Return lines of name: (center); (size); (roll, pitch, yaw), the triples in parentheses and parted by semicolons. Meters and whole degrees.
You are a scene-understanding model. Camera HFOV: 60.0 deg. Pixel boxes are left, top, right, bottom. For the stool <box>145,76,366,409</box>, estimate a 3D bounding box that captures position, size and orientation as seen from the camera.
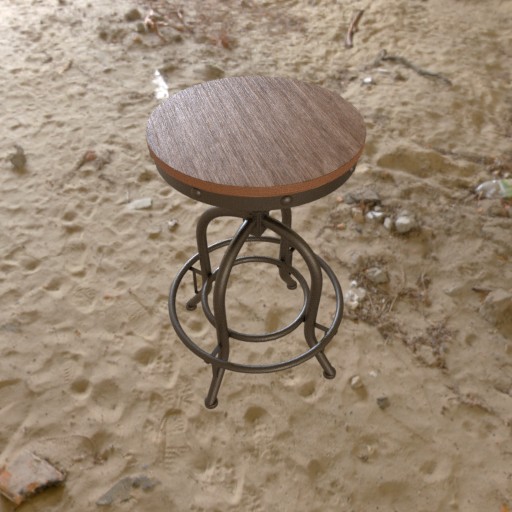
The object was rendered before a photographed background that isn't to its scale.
stool: (0.000, 0.000, 0.926); (0.439, 0.609, 0.439); (22, 49, 21)
